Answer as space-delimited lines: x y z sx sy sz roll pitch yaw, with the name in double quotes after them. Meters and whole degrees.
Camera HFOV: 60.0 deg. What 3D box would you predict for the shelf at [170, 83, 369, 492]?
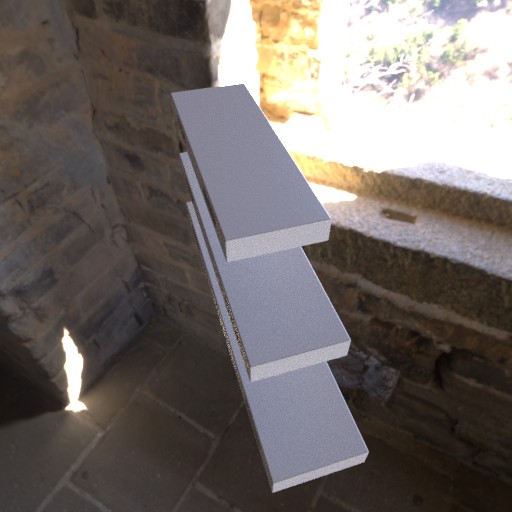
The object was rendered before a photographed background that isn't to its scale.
0.000 0.000 0.721 0.140 0.293 0.610 -12 47 -12 "shelf"
